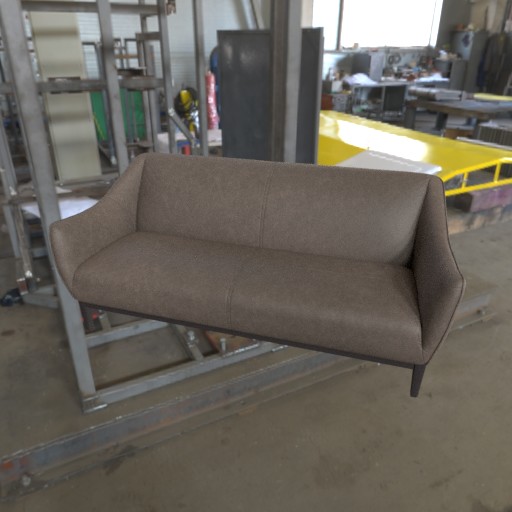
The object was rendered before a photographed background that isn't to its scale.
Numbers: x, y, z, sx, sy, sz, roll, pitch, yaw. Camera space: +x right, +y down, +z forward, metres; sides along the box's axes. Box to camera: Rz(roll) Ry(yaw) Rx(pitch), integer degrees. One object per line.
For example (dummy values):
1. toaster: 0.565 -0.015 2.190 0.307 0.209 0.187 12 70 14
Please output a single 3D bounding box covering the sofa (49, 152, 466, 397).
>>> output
1. sofa: 0.000 0.000 2.364 1.928 0.831 0.869 8 27 16
